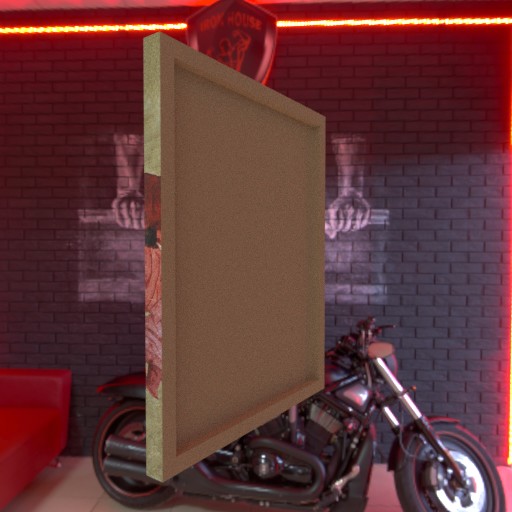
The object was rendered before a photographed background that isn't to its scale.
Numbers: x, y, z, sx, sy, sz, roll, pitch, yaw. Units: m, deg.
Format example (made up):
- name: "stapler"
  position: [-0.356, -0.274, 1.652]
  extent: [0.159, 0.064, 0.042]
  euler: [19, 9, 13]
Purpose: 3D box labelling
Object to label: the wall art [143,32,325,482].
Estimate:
- name: "wall art"
  position: [0.000, 0.000, 0.671]
  extent: [0.028, 0.508, 0.406]
  euler: [1, 2, 35]
